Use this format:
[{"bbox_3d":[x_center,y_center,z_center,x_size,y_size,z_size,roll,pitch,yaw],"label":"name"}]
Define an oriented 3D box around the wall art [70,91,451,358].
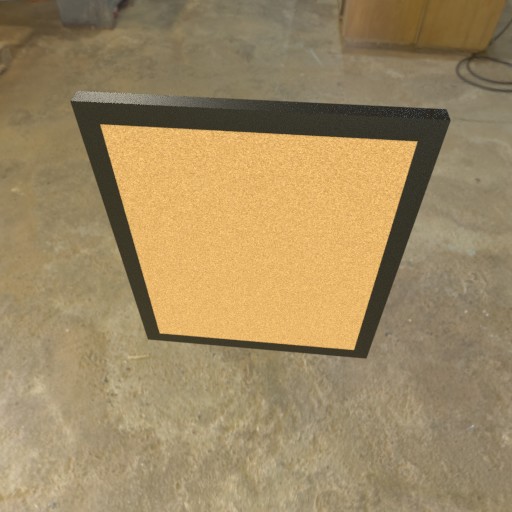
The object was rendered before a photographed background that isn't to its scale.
[{"bbox_3d":[0.000,0.000,0.695,0.432,0.508,0.025,4,47,4],"label":"wall art"}]
